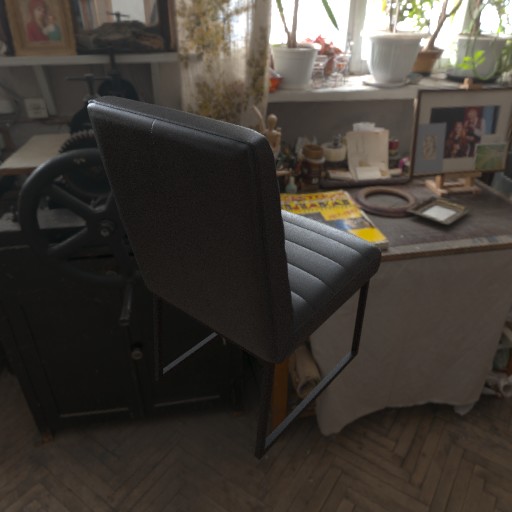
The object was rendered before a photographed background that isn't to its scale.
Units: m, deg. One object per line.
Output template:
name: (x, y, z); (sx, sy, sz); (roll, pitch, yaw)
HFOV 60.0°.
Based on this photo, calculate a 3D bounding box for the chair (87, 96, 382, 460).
chair: (0.000, 0.000, 1.301); (0.520, 0.930, 0.634); (24, 39, 34)
